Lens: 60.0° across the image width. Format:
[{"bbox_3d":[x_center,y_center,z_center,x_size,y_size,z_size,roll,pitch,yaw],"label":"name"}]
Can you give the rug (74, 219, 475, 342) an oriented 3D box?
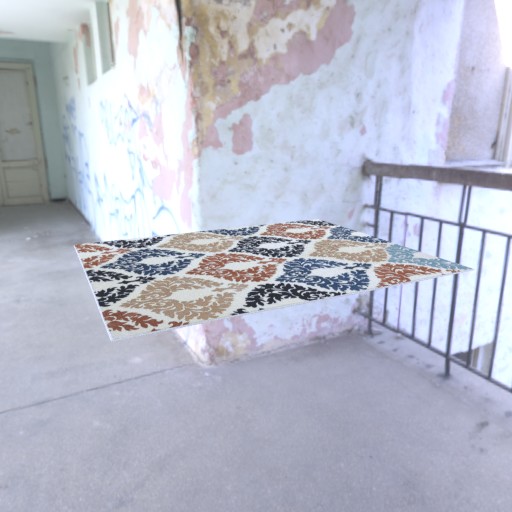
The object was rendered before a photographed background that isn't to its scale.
[{"bbox_3d":[0.000,0.000,4.223,3.040,0.014,2.423,-8,18,-25],"label":"rug"}]
